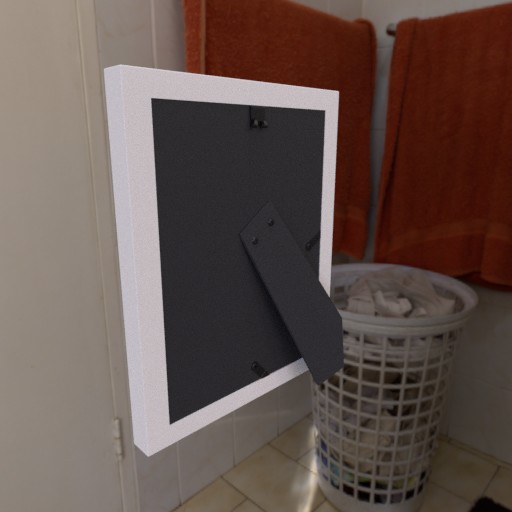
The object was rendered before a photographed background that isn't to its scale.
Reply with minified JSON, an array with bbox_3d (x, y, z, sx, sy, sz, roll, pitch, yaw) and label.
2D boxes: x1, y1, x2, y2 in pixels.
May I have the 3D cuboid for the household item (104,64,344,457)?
[{"bbox_3d":[0.000,0.000,0.337,0.200,0.250,0.045,-14,20,-42],"label":"household item"}]
